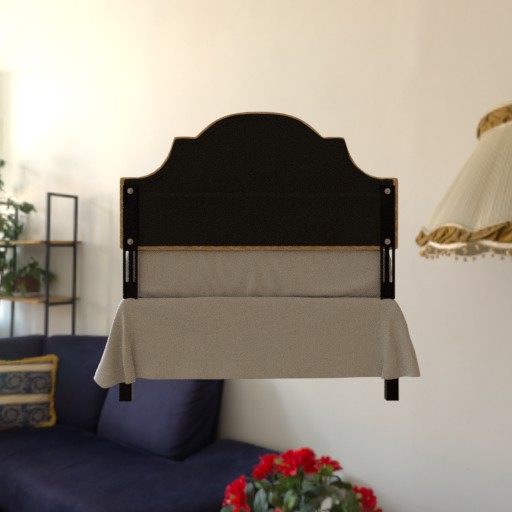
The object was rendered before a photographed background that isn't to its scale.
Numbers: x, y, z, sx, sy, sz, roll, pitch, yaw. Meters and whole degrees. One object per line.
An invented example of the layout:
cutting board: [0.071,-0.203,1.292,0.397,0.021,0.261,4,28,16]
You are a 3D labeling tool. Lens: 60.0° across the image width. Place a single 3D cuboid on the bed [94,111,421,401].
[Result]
bed: [0.000,0.000,3.465,1.780,1.633,2.222,0,0,0]
